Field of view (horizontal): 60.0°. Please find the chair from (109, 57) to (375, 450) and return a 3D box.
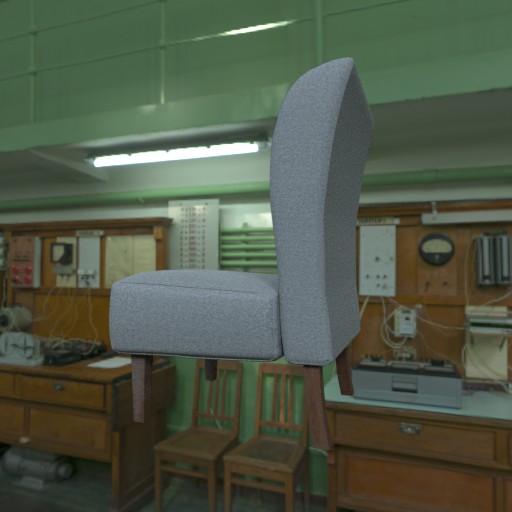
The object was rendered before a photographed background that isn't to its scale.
[{"bbox_3d":[0.000,0.000,1.195,0.592,0.804,0.513,0,-1,19],"label":"chair"}]
